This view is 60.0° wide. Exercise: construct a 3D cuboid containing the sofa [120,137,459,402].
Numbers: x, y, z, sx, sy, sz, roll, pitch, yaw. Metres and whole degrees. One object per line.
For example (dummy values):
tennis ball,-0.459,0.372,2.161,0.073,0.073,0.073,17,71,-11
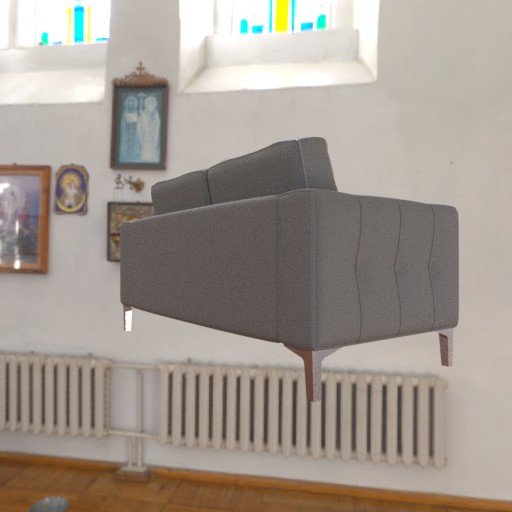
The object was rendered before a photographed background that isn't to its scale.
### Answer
sofa,0.000,0.000,2.233,0.833,0.892,1.726,0,0,-36
